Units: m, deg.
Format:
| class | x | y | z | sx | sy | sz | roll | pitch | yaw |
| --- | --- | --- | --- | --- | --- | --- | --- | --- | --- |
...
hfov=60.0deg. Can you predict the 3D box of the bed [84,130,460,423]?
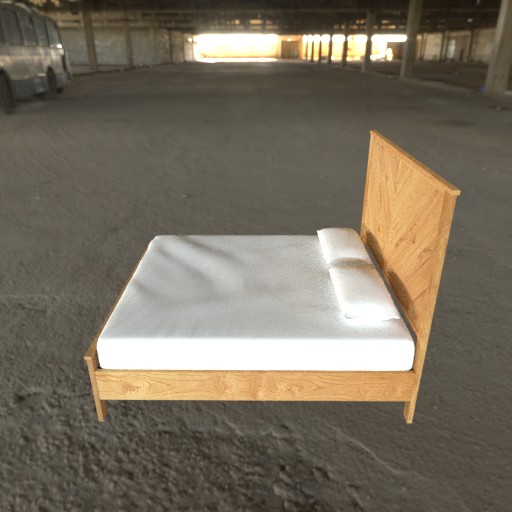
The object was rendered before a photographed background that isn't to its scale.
| class | x | y | z | sx | sy | sz | roll | pitch | yaw |
| --- | --- | --- | --- | --- | --- | --- | --- | --- | --- |
| bed | 0.000 | 0.000 | 3.609 | 2.201 | 1.686 | 1.936 | 0 | 25 | 0 |
